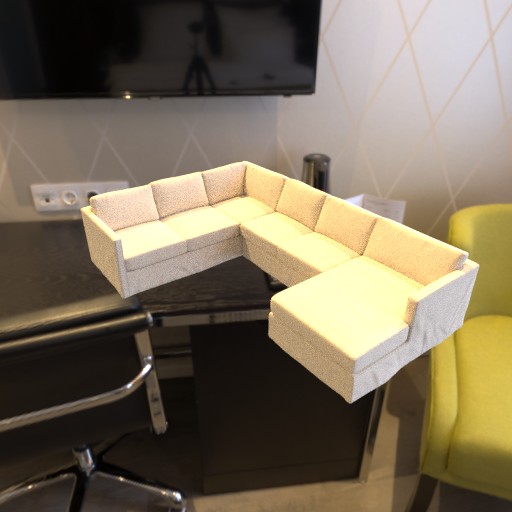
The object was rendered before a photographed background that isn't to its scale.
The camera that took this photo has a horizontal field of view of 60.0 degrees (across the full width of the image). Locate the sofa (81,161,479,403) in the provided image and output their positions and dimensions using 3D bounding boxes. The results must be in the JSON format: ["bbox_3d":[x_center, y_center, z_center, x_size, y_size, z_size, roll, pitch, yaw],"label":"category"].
[{"bbox_3d":[0.000,0.000,4.600,2.427,0.882,3.460,-20,35,-32],"label":"sofa"}]
